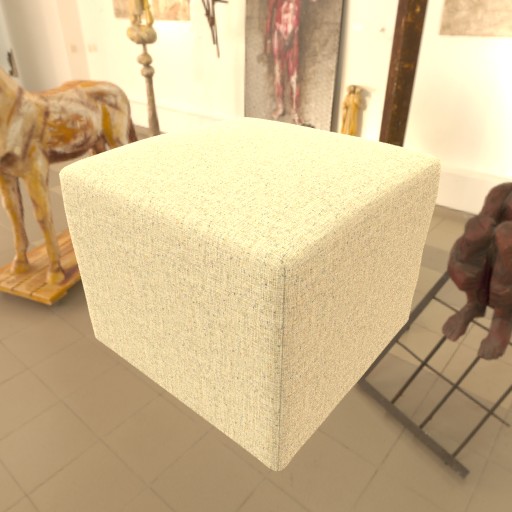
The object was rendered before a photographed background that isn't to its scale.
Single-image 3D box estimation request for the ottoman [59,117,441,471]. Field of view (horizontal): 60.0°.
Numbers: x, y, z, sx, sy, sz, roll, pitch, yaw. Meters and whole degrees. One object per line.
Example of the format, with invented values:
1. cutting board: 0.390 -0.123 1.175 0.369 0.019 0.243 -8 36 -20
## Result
1. ottoman: 0.000 0.000 0.904 0.521 0.453 0.512 23 38 33
